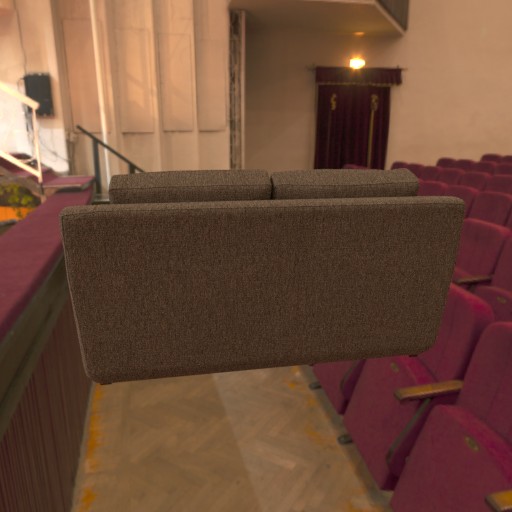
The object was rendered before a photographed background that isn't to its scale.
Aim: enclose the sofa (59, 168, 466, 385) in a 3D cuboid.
[{"bbox_3d":[0.000,0.000,2.442,1.778,0.991,1.120,-3,16,-10],"label":"sofa"}]
